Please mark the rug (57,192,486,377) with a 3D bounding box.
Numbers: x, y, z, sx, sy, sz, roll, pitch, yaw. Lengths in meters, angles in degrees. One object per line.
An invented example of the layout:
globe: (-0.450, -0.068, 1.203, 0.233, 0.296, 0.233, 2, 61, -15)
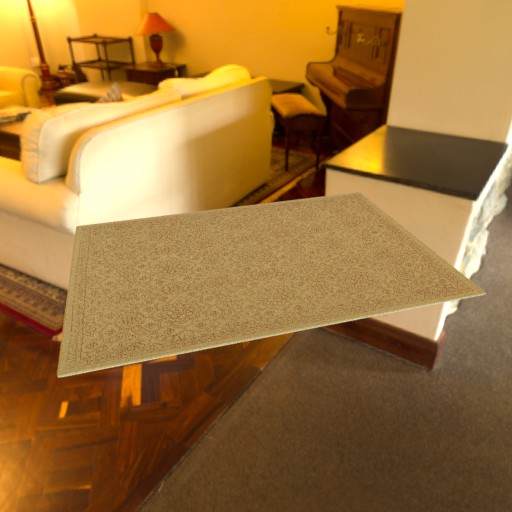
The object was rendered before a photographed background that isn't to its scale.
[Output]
rug: (0.000, 0.000, 2.297, 1.829, 0.010, 1.219, -8, 32, -14)
